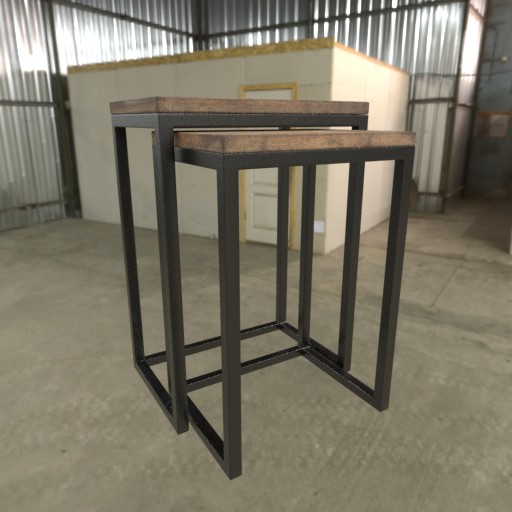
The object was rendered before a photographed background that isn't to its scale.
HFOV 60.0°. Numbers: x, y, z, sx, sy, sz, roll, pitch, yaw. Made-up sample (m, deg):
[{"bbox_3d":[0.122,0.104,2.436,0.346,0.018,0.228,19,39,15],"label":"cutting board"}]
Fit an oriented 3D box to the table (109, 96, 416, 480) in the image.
[{"bbox_3d":[0.000,0.000,0.929,0.456,0.615,0.460,-9,19,-28],"label":"table"}]
